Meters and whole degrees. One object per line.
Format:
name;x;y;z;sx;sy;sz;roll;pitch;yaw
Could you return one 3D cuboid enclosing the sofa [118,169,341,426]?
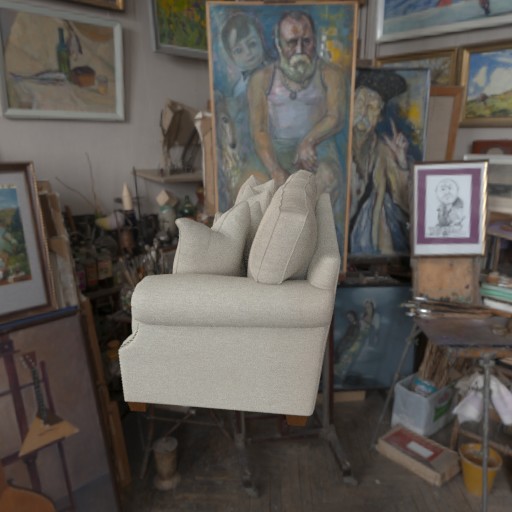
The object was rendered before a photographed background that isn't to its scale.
sofa;0.000;0.000;2.885;0.965;0.975;2.312;2;15;8
